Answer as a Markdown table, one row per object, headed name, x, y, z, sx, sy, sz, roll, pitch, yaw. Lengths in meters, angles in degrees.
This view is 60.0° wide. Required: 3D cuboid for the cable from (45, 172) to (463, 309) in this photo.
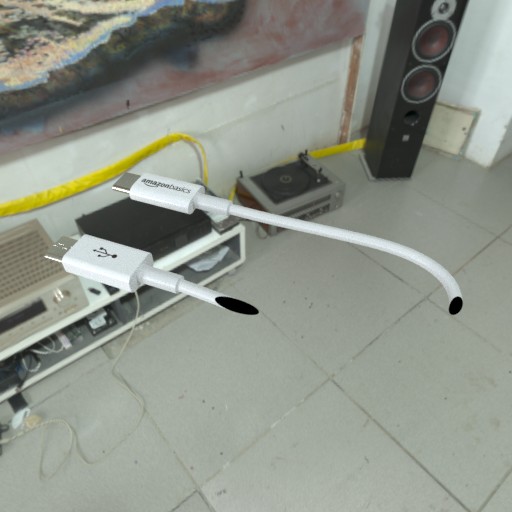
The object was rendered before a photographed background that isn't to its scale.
| name | x | y | z | sx | sy | sz | roll | pitch | yaw |
| --- | --- | --- | --- | --- | --- | --- | --- | --- | --- |
| cable | 0.000 | 0.000 | 0.111 | 0.098 | 0.006 | 0.040 | 15 | 48 | 14 |
